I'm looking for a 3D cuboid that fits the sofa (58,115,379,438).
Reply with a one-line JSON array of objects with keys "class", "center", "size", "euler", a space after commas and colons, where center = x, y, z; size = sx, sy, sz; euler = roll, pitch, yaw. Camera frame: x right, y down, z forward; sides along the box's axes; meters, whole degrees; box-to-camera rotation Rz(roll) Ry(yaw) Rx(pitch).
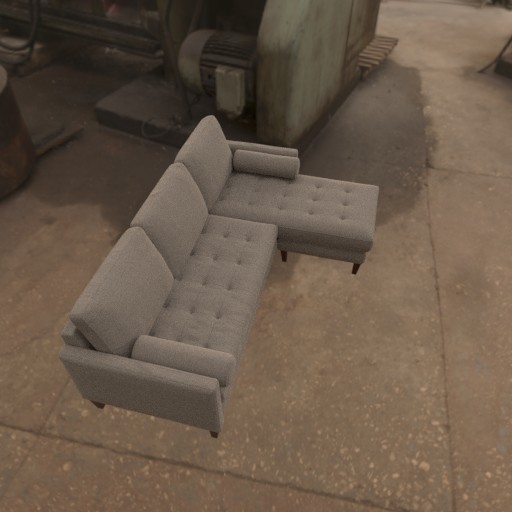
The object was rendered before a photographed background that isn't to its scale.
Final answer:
[{"class": "sofa", "center": [0.000, 0.000, 2.927], "size": [1.506, 0.875, 2.178], "euler": [10, 46, 10]}]
